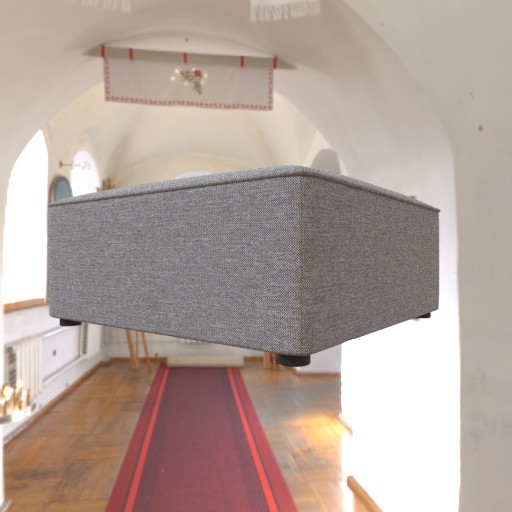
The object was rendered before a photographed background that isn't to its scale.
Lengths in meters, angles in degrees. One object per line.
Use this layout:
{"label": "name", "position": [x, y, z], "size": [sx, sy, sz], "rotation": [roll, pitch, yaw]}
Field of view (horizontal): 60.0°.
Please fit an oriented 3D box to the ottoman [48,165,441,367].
{"label": "ottoman", "position": [0.000, 0.000, 1.556], "size": [1.005, 0.455, 1.005], "rotation": [0, 0, 37]}
